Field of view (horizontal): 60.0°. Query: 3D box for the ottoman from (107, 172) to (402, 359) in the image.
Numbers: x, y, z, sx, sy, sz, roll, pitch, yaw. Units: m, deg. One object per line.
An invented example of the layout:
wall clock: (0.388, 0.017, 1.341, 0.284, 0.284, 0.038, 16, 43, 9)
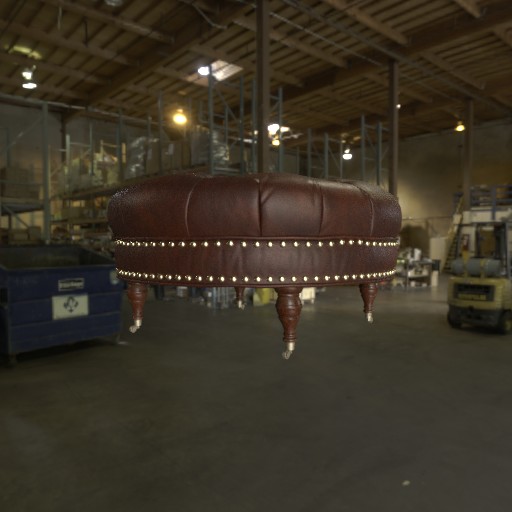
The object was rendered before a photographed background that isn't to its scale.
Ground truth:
ottoman: (0.000, 0.000, 1.405, 0.901, 0.455, 0.901, 0, 2, 0)
